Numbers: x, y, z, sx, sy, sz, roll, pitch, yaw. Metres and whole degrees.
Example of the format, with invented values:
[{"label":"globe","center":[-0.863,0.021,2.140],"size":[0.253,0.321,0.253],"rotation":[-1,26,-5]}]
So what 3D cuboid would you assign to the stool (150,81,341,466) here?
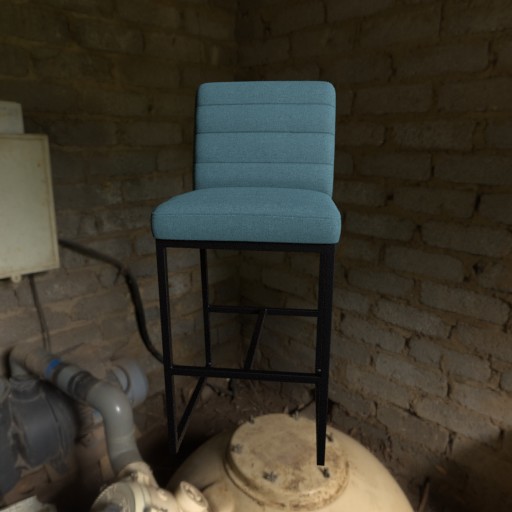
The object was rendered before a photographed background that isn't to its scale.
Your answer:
[{"label":"stool","center":[0.000,0.000,1.343],"size":[0.460,1.040,0.560],"rotation":[2,16,6]}]
